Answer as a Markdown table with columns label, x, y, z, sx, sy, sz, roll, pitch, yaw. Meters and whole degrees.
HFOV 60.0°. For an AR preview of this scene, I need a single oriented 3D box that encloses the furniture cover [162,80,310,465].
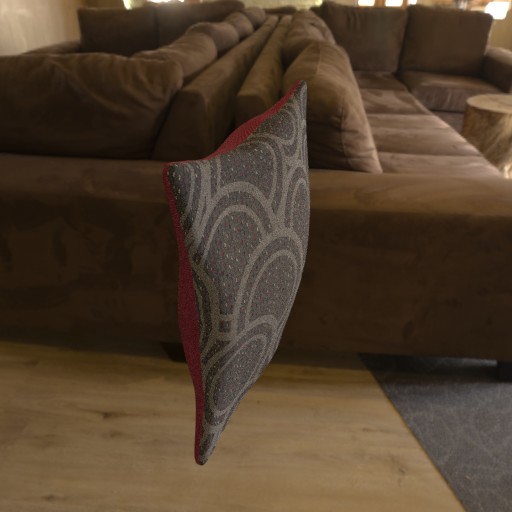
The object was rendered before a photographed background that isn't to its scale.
| label | x | y | z | sx | sy | sz | roll | pitch | yaw |
| --- | --- | --- | --- | --- | --- | --- | --- | --- | --- |
| furniture cover | 0.000 | 0.000 | 0.792 | 0.163 | 0.513 | 0.514 | 11 | 33 | 18 |
